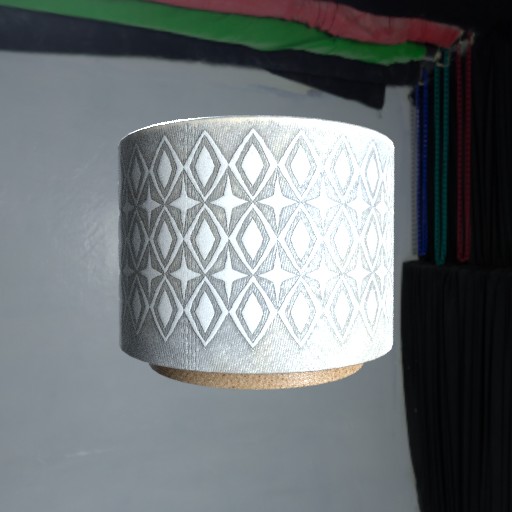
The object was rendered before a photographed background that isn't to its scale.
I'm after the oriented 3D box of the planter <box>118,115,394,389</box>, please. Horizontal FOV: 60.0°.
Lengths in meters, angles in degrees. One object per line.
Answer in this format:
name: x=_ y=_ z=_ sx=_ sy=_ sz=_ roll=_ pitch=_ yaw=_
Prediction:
planter: x=0.000 y=0.000 z=0.314 sx=0.186 sy=0.144 sz=0.186 roll=0 pitch=1 yaw=0
